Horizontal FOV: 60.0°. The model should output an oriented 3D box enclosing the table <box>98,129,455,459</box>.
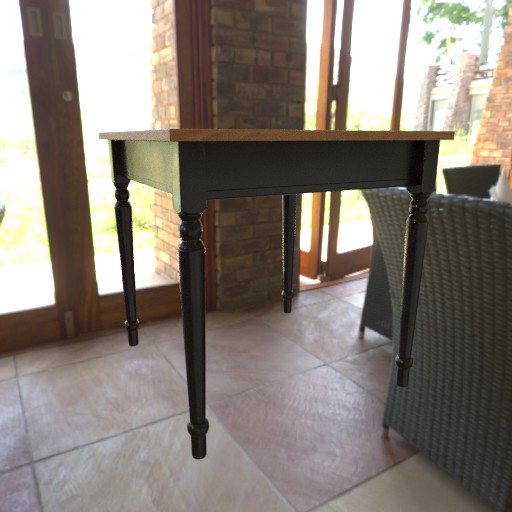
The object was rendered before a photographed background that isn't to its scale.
[{"bbox_3d":[0.000,0.000,1.367,0.747,0.738,0.747,-8,17,-27],"label":"table"}]
